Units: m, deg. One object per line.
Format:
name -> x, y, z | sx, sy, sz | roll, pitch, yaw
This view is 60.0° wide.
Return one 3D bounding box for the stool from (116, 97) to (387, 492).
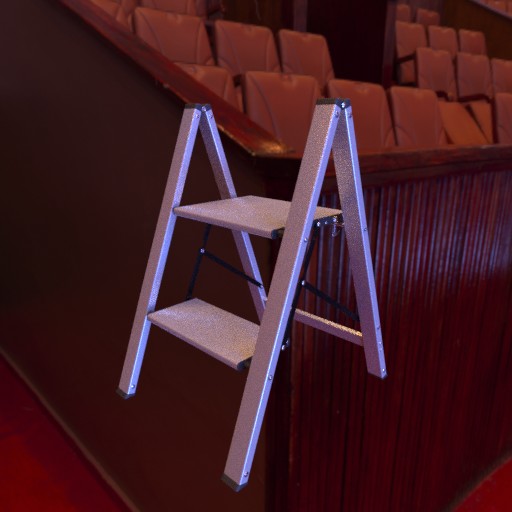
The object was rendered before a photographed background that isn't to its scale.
stool -> 0.000, 0.000, 1.017 | 0.440, 0.670, 0.535 | 16, 23, 42
